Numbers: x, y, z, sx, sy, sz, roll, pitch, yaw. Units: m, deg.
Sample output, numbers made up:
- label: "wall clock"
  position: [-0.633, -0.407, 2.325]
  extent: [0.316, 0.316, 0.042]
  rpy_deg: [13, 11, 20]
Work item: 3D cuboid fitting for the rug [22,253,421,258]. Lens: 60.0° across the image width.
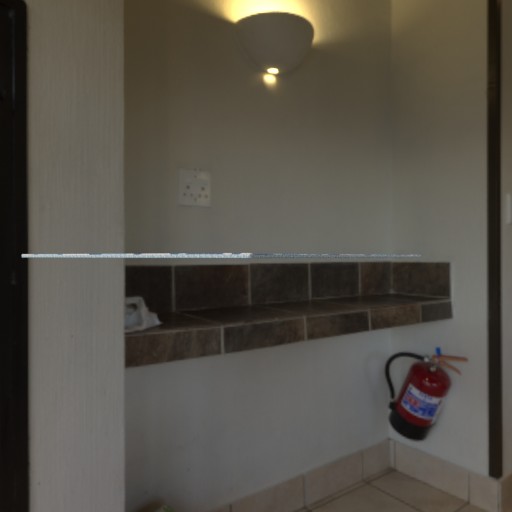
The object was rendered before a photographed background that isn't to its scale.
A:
- label: "rug"
  position: [0.000, 0.000, 2.330]
  extent: [1.235, 0.014, 1.829]
  rpy_deg: [0, 0, 35]
